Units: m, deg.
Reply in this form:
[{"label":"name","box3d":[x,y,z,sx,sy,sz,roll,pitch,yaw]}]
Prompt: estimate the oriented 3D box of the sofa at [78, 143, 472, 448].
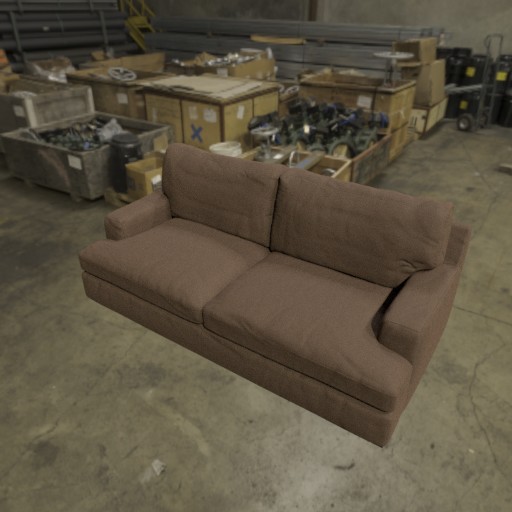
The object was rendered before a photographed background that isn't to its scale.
[{"label":"sofa","box3d":[0.000,0.000,2.820,2.274,0.950,1.140,19,35,29]}]
